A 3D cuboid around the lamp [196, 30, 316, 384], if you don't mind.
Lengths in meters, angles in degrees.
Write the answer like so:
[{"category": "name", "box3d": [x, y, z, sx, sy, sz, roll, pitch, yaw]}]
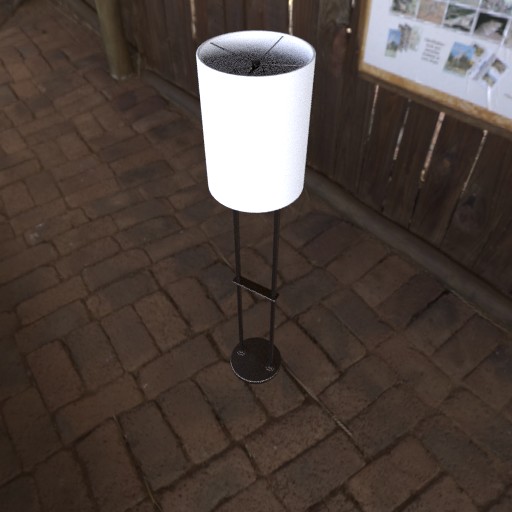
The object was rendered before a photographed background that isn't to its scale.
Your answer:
[{"category": "lamp", "box3d": [0.000, 0.000, 1.674, 0.306, 1.500, 0.305, 23, 50, 21]}]
